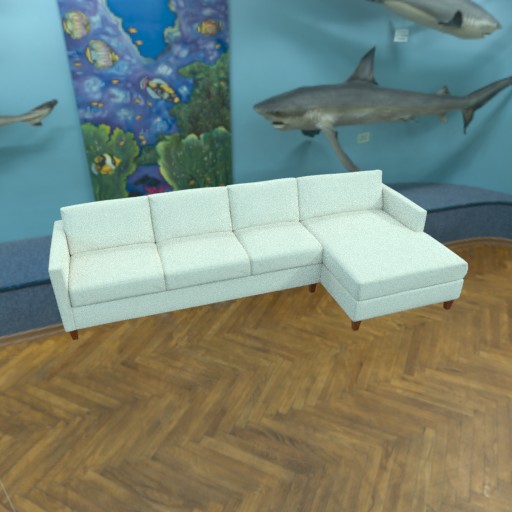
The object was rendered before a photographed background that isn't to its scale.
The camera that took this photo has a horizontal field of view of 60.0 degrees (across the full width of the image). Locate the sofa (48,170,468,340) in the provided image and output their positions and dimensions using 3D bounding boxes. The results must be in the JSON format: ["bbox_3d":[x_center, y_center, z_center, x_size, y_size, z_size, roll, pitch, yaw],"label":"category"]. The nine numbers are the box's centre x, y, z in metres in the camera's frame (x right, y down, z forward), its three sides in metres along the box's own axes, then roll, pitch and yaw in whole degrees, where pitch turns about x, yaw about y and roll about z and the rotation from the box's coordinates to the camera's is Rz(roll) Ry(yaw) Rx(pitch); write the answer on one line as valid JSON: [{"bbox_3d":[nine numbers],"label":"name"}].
[{"bbox_3d":[0.000,0.000,4.103,3.471,0.954,1.606,-10,32,-16],"label":"sofa"}]
